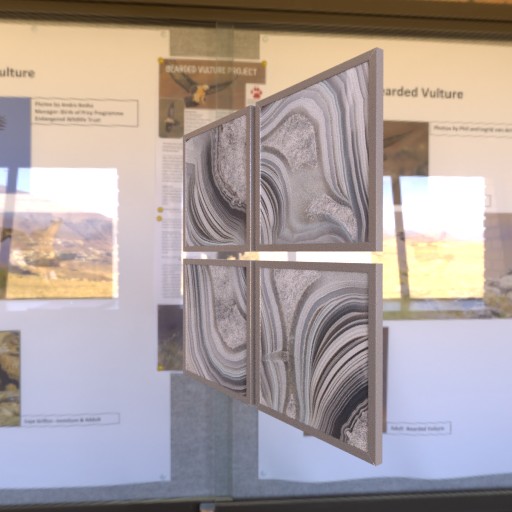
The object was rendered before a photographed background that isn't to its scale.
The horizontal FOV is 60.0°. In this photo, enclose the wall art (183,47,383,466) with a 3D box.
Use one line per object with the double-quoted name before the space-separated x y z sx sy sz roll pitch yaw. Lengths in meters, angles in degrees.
"wall art" 0.000 0.000 1.641 0.029 1.118 1.118 0 1 -36
